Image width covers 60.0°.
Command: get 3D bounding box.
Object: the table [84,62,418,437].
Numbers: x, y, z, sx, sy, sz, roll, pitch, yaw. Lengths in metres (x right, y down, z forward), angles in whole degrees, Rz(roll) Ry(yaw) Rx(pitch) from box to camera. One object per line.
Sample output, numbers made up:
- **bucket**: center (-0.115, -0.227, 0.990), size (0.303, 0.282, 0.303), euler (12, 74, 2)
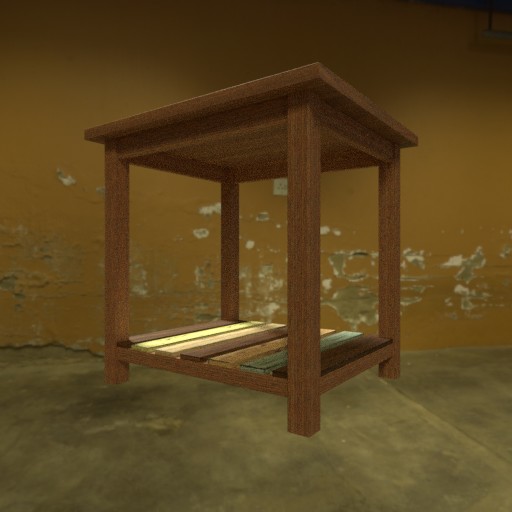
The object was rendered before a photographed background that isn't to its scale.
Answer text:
- **table**: center (0.000, 0.000, 1.146), size (0.660, 0.635, 0.559), euler (0, 0, 36)
